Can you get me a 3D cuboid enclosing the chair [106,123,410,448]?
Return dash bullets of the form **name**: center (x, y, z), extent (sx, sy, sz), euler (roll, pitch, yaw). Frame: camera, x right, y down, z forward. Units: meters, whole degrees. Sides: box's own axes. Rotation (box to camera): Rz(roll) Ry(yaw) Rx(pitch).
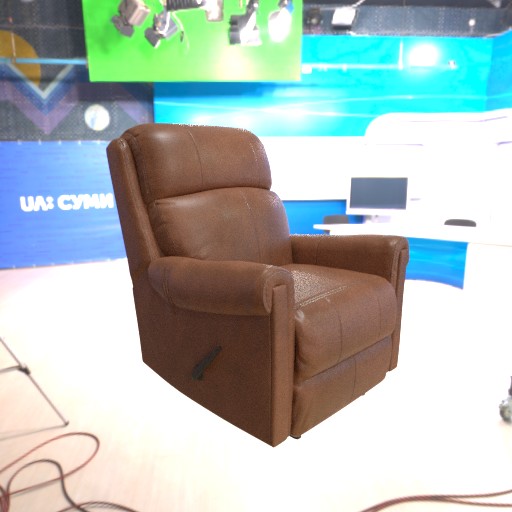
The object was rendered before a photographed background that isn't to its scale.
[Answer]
- **chair**: center (0.000, 0.000, 1.799), extent (0.838, 1.054, 1.014), euler (-12, 17, -43)
